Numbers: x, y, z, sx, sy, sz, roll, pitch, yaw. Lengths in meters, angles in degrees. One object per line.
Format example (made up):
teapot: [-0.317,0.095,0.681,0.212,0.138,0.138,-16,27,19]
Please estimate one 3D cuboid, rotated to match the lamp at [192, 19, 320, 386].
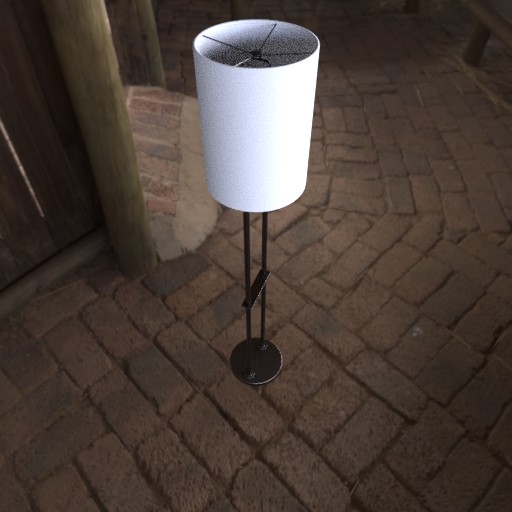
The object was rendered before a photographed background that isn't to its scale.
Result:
lamp: [0.000,0.000,1.612,0.305,1.500,0.306,16,49,15]
